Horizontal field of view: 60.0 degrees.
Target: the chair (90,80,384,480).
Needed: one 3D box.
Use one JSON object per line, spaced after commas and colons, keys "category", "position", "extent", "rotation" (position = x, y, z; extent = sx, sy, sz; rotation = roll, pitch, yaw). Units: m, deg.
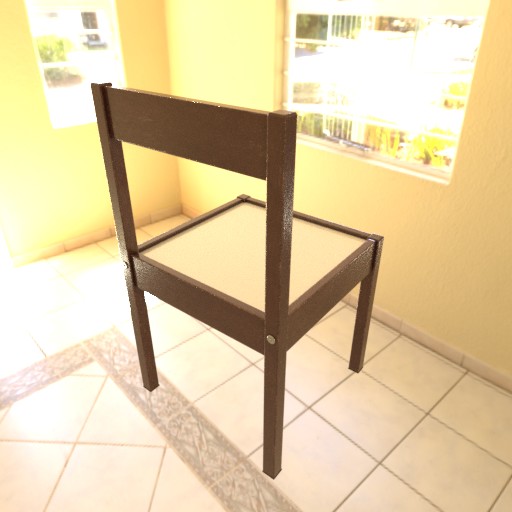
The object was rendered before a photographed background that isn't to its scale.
{"category": "chair", "position": [0.000, 0.000, 0.674], "extent": [0.285, 0.505, 0.285], "rotation": [21, 36, 32]}
